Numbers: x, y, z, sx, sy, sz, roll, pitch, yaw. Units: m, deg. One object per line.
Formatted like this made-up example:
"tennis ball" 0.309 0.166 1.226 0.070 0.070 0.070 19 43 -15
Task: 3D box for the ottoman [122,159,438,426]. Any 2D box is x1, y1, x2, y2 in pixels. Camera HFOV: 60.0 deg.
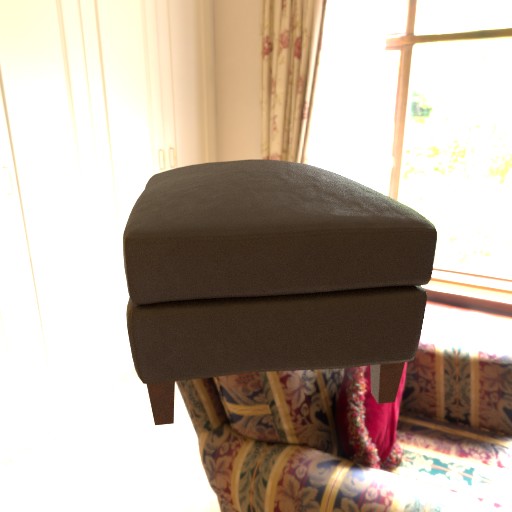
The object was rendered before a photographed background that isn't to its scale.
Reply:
"ottoman" 0.000 0.000 1.305 0.659 0.529 0.887 -3 18 -8
